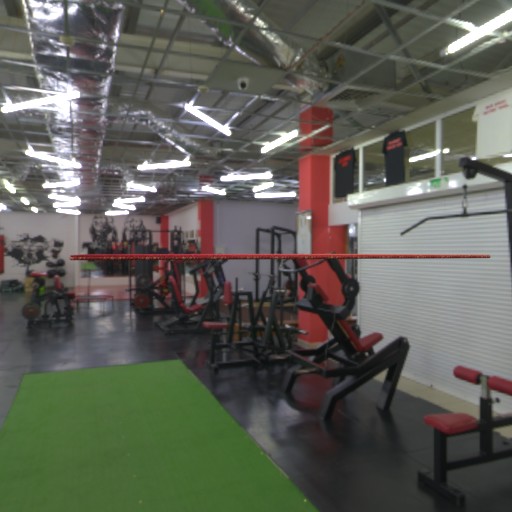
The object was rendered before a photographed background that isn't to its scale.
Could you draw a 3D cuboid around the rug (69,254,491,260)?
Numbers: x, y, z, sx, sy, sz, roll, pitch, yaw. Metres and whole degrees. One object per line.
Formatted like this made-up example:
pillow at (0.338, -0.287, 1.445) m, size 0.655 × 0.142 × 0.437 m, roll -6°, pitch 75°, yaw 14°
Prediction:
rug at (0.000, 0.000, 3.912) m, size 2.905 × 0.028 × 2.340 m, roll 0°, pitch 0°, yaw -19°
